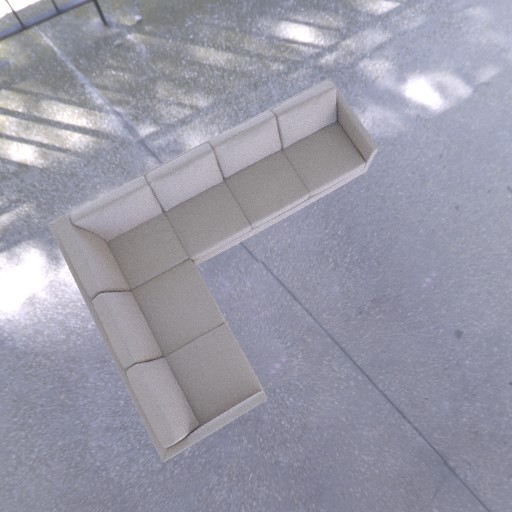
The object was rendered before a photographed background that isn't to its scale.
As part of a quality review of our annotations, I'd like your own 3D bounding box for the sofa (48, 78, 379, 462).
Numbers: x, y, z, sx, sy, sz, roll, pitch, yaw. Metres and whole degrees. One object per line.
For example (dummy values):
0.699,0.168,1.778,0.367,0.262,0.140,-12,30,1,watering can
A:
0.000,0.000,4.363,3.182,0.863,2.432,-29,78,-7,sofa
